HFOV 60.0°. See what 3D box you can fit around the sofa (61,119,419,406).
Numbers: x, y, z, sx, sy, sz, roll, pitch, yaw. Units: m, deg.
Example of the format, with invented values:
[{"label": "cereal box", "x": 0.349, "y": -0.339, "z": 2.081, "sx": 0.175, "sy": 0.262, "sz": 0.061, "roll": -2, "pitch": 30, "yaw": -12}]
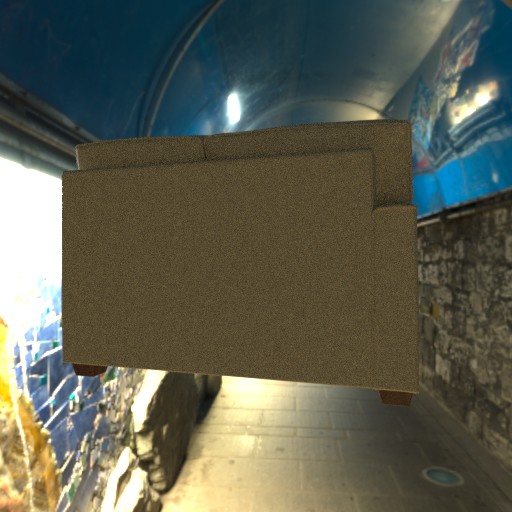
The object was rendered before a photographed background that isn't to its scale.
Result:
[{"label": "sofa", "x": 0.000, "y": 0.000, "z": 2.040, "sx": 1.388, "sy": 0.989, "sz": 0.991, "roll": 0, "pitch": -1, "yaw": 18}]
